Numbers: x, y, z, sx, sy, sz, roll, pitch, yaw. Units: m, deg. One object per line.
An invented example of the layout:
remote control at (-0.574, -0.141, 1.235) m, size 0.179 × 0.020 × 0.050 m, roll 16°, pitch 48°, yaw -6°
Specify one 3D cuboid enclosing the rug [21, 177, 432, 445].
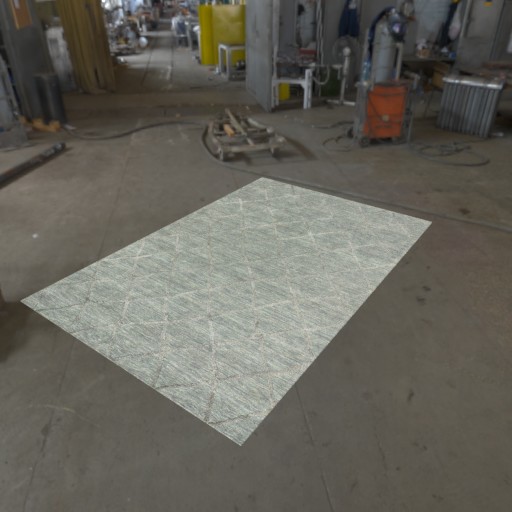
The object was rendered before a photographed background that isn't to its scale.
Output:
rug at (0.000, 0.000, 2.830) m, size 1.521 × 0.006 × 2.283 m, roll 21°, pitch 37°, yaw 30°
